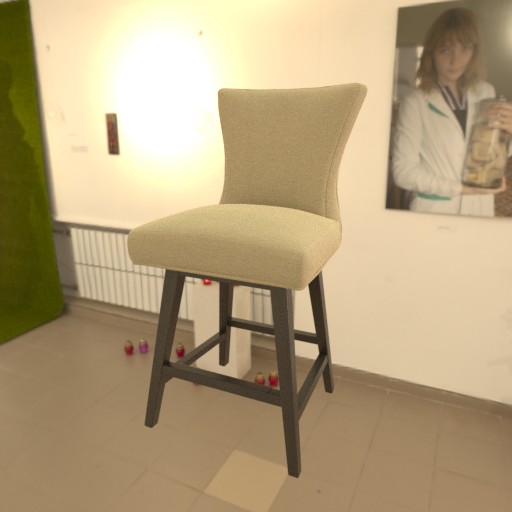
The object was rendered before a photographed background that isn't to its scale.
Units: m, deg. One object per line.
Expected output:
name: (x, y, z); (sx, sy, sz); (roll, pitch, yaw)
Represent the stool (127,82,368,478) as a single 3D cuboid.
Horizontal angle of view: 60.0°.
stool: (0.000, 0.000, 1.342); (0.514, 1.000, 0.574); (7, 18, 24)
